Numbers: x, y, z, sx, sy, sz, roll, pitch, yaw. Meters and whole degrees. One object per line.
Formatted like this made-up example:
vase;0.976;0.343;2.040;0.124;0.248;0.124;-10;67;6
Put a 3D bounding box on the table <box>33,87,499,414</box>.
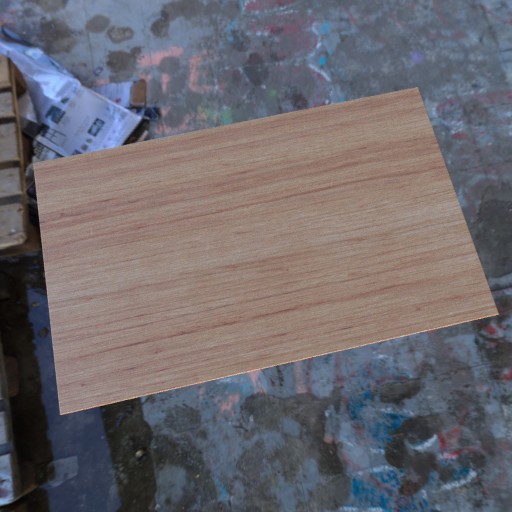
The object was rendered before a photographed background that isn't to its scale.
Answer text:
table;0.000;0.000;1.431;1.146;0.457;0.695;-12;76;-3
